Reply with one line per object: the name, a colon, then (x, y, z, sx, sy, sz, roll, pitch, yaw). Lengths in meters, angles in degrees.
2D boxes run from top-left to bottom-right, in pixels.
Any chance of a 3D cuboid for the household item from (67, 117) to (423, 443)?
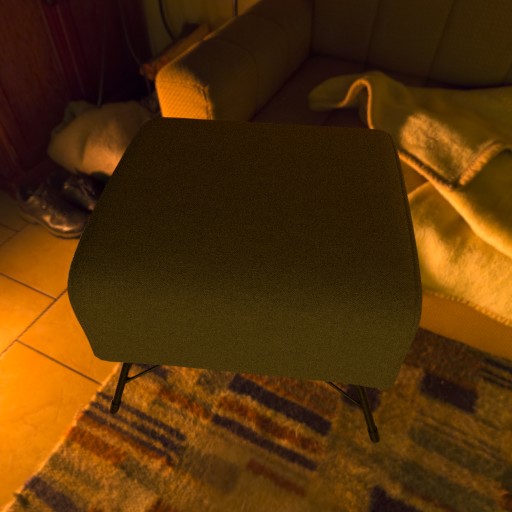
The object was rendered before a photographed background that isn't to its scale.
household item: (0.000, 0.000, 0.887, 0.530, 0.410, 0.530, 5, 47, 4)
